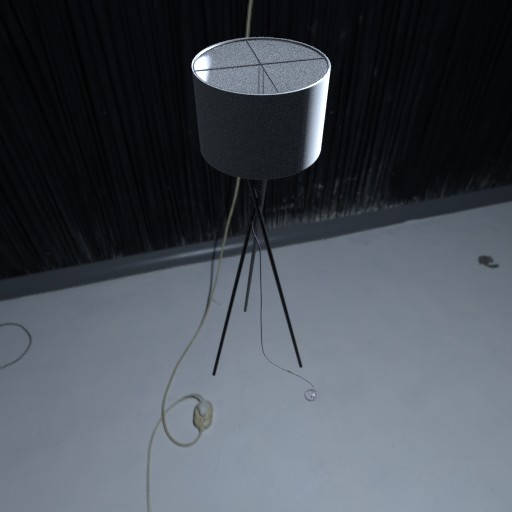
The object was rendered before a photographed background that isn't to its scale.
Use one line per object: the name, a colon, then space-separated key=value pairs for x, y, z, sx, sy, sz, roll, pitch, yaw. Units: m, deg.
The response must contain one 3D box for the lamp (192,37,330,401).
lamp: x=0.000 y=0.000 z=1.928 sx=0.522 sy=1.624 sz=0.667 roll=-10 pitch=47 yaw=-10
